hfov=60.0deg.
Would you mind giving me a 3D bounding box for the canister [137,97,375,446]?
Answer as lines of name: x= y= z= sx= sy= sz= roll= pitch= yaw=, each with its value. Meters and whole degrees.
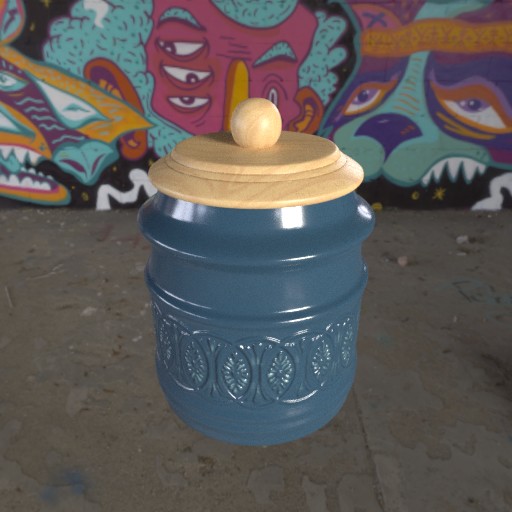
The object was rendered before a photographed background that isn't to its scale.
canister: x=0.000 y=0.000 z=0.261 sx=0.130 sy=0.176 sz=0.130 roll=0 pitch=27 yaw=0
